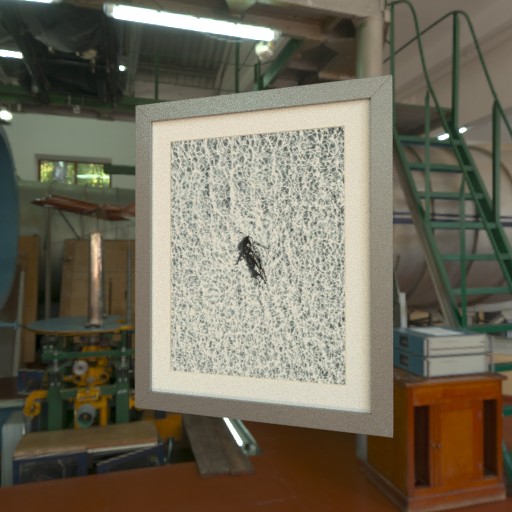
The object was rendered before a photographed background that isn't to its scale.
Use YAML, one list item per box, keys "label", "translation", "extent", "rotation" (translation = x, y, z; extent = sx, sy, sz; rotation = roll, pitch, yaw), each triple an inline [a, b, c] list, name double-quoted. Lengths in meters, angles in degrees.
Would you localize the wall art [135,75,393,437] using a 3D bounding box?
- label: "wall art"
  translation: [0.000, 0.000, 0.524]
  extent: [0.308, 0.379, 0.030]
  rotation: [0, 0, 18]
